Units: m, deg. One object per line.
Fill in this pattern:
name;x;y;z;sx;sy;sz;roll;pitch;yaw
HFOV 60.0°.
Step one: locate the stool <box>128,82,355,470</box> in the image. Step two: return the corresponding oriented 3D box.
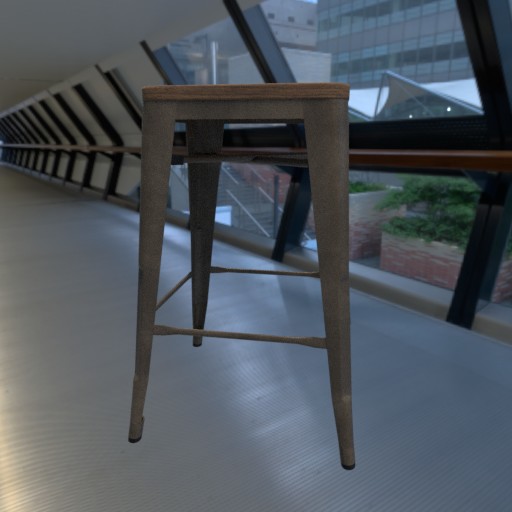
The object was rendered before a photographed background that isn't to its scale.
stool;0.000;0.000;0.879;0.407;0.607;0.407;3;16;10
